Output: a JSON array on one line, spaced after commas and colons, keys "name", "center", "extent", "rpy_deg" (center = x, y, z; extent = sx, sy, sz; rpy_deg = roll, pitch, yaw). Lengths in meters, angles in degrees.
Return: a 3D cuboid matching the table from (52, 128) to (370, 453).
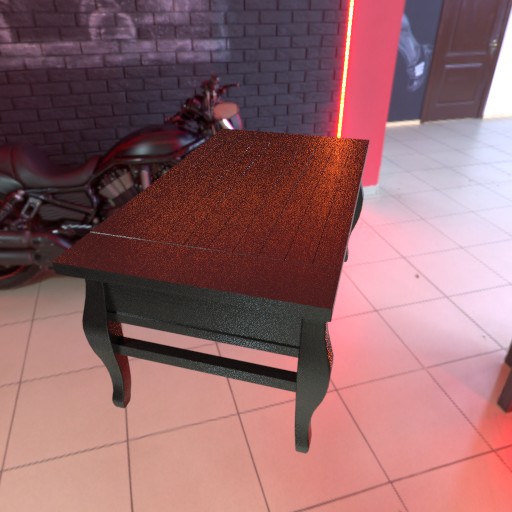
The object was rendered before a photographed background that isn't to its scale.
[{"name": "table", "center": [0.000, 0.000, 1.420], "extent": [0.600, 0.494, 1.062], "rpy_deg": [8, 32, 13]}]
